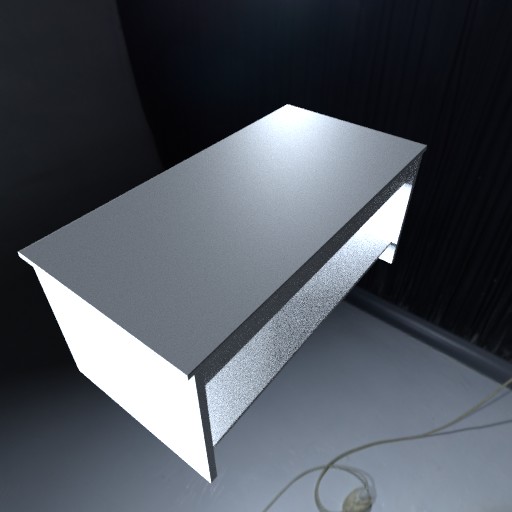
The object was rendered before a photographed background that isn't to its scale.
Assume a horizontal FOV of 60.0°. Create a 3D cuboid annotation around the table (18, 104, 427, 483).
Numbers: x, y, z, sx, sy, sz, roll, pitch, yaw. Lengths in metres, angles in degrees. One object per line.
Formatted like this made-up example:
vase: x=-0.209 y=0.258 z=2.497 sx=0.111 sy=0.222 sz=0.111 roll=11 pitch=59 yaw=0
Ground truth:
table: x=0.000 y=0.000 z=1.264 sx=0.500 sy=0.441 sz=1.000 roll=27 pitch=48 yaw=28
